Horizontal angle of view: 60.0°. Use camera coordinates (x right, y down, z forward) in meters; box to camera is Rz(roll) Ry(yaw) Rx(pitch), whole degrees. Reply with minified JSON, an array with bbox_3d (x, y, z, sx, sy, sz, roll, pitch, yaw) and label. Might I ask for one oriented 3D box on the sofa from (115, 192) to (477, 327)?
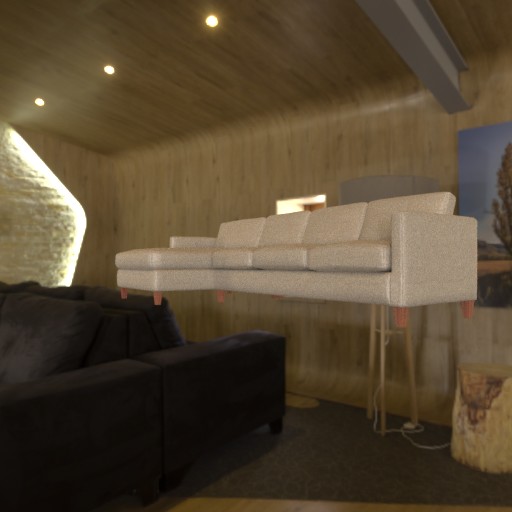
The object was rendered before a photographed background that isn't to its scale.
[{"bbox_3d":[0.000,0.000,3.886,1.502,0.876,3.201,1,-1,-35],"label":"sofa"}]
